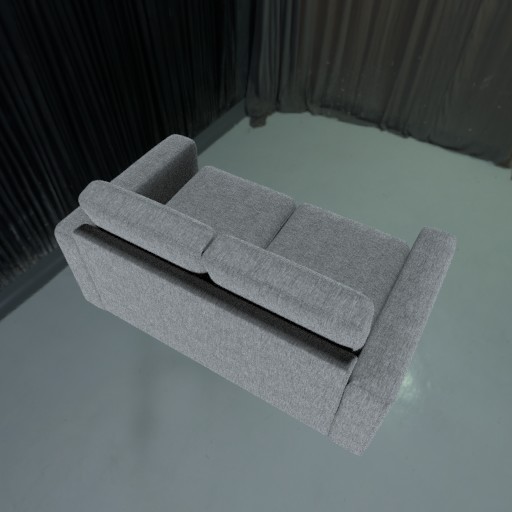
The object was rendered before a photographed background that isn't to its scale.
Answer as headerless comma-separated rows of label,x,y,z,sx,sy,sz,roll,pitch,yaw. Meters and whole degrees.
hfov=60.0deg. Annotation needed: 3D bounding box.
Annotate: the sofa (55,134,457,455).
sofa,0.000,0.000,2.001,1.520,0.800,0.900,24,53,20
